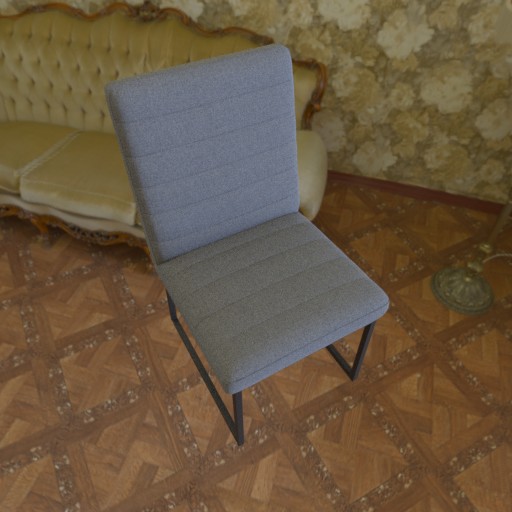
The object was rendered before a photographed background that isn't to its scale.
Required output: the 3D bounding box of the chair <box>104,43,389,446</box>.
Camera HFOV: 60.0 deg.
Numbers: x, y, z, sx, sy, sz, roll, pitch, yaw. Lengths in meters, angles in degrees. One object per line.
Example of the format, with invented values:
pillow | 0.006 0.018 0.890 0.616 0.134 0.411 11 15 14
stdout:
chair | 0.000 0.000 1.296 0.520 0.930 0.634 -22 50 -20
